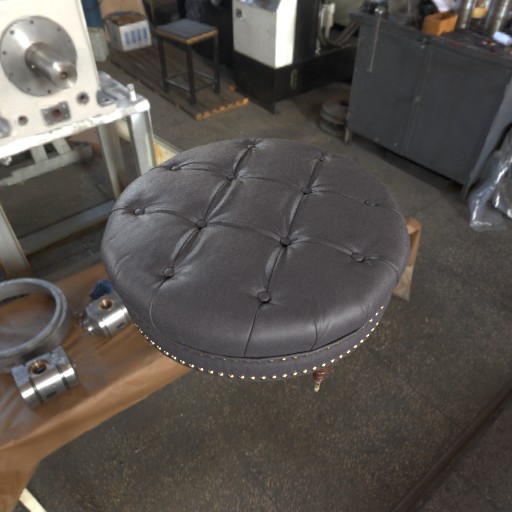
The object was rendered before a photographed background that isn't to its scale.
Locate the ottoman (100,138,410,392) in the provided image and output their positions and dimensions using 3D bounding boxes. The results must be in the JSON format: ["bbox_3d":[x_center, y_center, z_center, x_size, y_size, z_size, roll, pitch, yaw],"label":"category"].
[{"bbox_3d":[0.000,0.000,1.410,0.901,0.439,0.901,0,43,0],"label":"ottoman"}]
